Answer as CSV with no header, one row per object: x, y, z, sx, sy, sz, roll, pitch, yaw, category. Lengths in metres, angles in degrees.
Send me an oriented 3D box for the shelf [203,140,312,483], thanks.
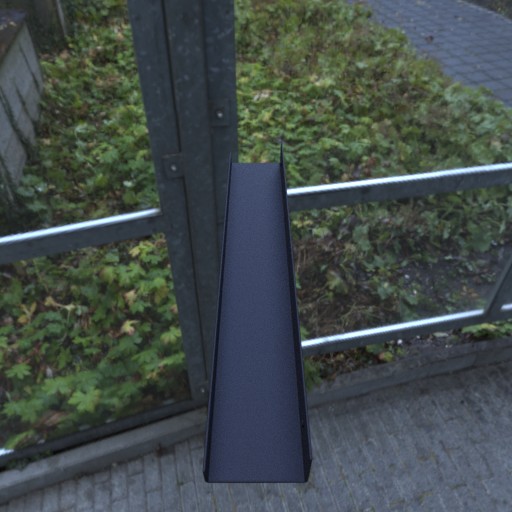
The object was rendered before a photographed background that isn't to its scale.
0.000,0.000,0.640,0.102,0.053,0.605,0,42,0,shelf
